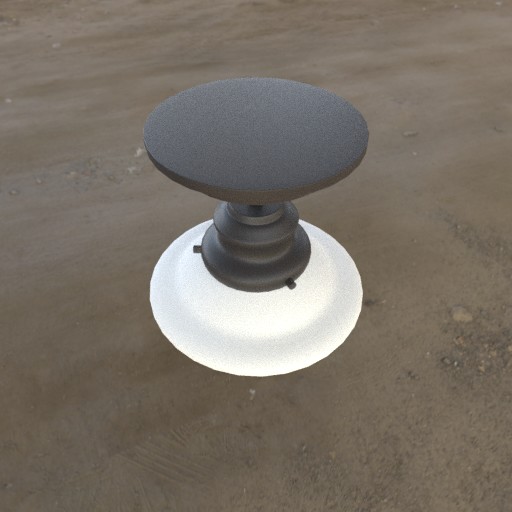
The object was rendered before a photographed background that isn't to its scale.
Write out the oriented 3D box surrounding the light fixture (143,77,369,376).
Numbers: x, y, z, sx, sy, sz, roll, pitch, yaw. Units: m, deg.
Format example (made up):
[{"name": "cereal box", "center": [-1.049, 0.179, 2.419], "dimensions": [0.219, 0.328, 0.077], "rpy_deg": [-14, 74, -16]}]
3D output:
[{"name": "light fixture", "center": [0.000, 0.000, 0.391], "dimensions": [0.197, 0.254, 0.197], "rpy_deg": [0, 45, 0]}]
